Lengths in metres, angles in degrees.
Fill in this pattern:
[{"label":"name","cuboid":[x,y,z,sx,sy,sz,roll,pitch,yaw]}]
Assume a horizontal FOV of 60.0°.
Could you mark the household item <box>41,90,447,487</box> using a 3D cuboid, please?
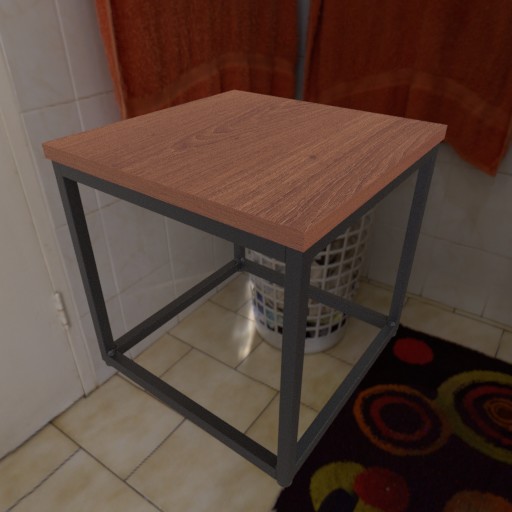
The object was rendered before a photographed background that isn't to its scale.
[{"label":"household item","cuboid":[0.000,0.000,0.719,0.400,0.400,0.400,22,38,30]}]
